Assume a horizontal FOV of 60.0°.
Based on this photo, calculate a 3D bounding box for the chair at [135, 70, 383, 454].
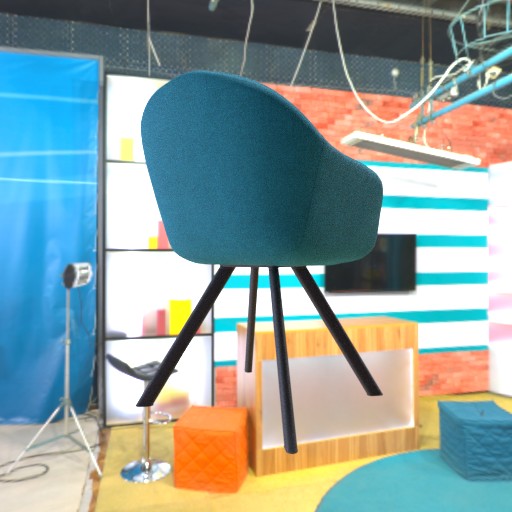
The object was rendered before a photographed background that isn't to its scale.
[{"bbox_3d":[0.000,0.000,1.164,0.545,0.775,0.565,0,-1,36],"label":"chair"}]
